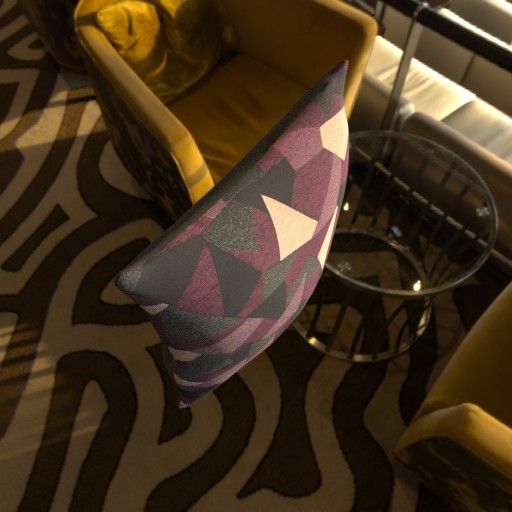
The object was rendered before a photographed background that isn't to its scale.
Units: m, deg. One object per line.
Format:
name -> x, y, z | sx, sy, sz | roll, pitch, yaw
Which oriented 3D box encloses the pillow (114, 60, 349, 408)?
pillow -> 0.000, 0.000, 0.773 | 0.208, 0.496, 0.503 | 32, 63, 18
